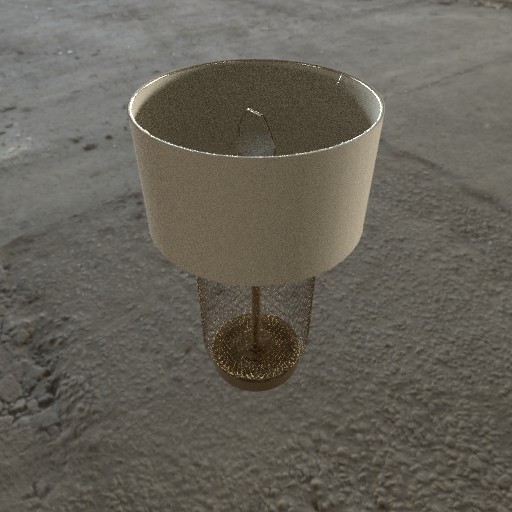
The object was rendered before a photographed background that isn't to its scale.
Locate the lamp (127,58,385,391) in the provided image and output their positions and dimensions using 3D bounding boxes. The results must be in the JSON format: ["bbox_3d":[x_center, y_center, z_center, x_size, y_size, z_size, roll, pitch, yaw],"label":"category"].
[{"bbox_3d":[0.000,0.000,0.804,0.353,0.578,0.353,0,40,0],"label":"lamp"}]
